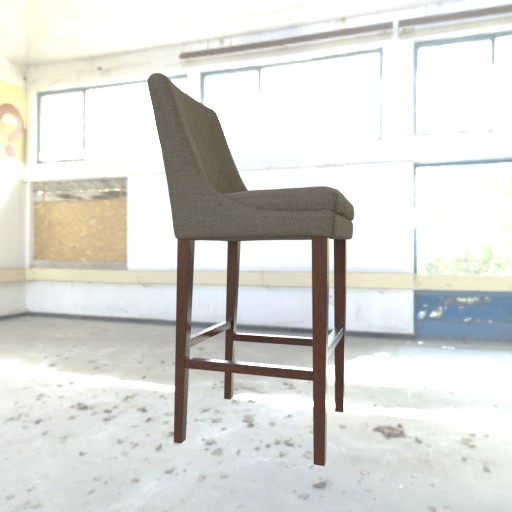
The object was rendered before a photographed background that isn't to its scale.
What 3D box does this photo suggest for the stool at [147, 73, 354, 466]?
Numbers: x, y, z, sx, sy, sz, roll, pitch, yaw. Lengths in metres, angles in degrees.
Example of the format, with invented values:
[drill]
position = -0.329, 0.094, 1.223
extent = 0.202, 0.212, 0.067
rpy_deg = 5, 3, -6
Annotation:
[stool]
position = 0.000, 0.000, 1.414
extent = 0.577, 1.078, 0.470
rpy_deg = 0, 1, 18
